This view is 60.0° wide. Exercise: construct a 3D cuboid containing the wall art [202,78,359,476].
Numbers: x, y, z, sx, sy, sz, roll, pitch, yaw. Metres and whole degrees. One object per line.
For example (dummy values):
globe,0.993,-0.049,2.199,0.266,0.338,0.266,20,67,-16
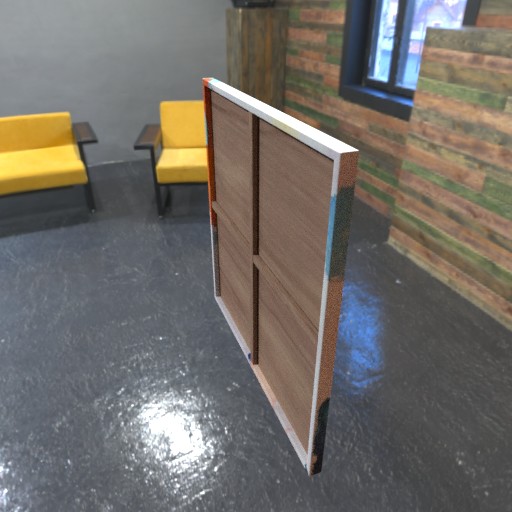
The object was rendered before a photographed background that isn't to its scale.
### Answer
wall art,0.000,0.000,1.529,0.044,1.017,1.017,-11,32,-18
